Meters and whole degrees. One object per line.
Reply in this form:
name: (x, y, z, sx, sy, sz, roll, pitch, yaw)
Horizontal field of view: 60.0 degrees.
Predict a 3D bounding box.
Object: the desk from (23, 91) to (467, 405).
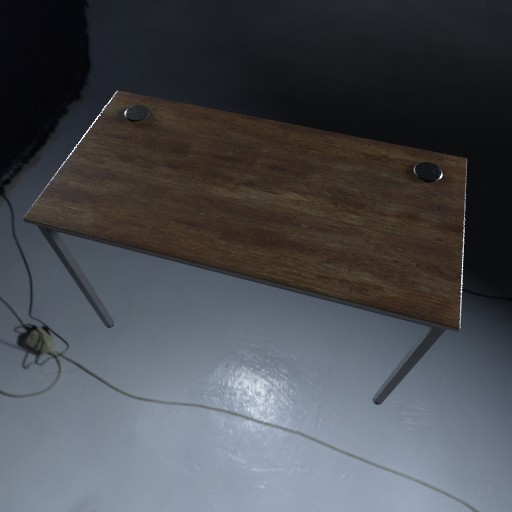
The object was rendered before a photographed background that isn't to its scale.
desk: (0.000, 0.000, 1.629, 1.200, 0.749, 0.600, 14, 58, 9)
